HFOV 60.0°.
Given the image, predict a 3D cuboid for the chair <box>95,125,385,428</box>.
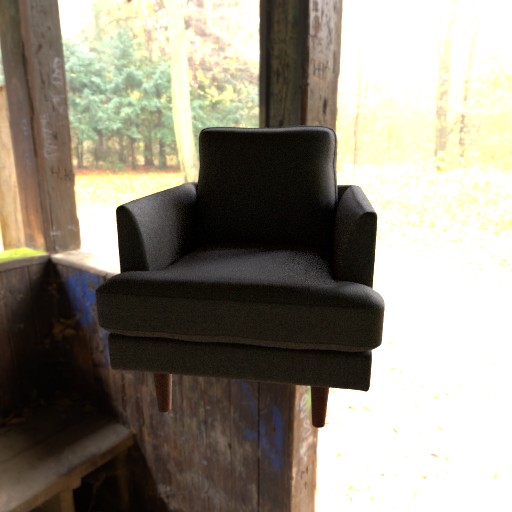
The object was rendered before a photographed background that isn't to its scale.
[{"bbox_3d":[0.000,0.000,1.671,0.858,0.957,0.899,2,15,9],"label":"chair"}]
